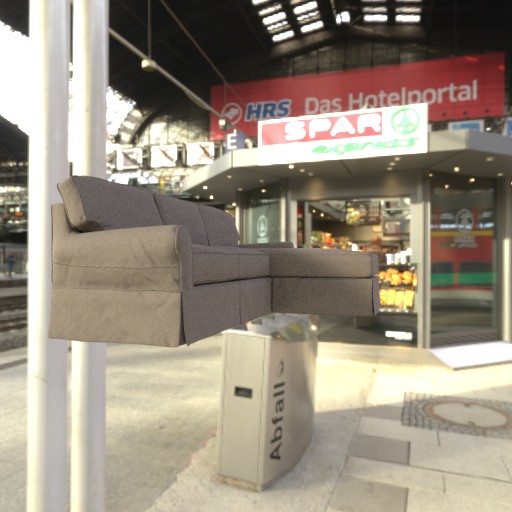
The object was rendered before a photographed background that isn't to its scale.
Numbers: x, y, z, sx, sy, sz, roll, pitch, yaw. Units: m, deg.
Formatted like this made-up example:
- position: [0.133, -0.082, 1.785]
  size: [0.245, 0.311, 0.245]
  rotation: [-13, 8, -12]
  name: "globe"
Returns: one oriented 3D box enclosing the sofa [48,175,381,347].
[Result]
- position: [0.000, 0.000, 3.421]
  size: [1.733, 0.978, 2.475]
  rotation: [0, -1, 19]
  name: "sofa"
